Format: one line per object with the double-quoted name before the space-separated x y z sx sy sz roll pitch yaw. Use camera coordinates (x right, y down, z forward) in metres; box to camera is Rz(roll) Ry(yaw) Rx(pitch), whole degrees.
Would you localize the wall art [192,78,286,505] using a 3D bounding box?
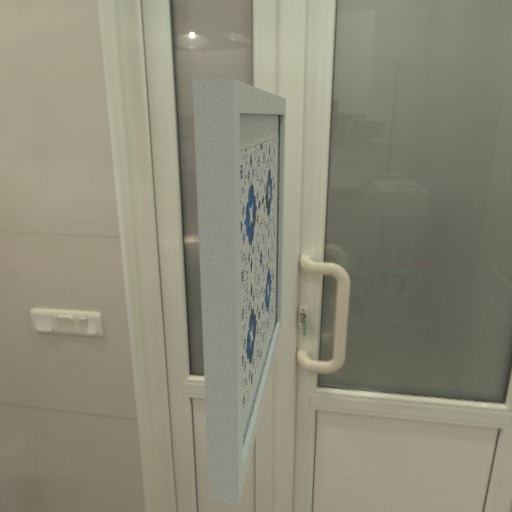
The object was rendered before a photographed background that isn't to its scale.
"wall art" 0.000 0.000 0.512 0.027 0.355 0.355 3 18 9
